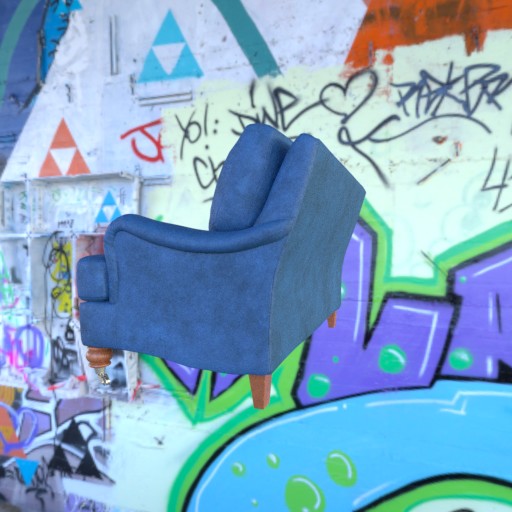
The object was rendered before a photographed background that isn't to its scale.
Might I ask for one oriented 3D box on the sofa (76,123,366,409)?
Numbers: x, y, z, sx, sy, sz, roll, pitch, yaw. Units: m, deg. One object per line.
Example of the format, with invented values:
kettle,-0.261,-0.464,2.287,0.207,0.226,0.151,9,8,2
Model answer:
sofa,0.000,0.000,2.580,1.084,1.101,1.853,1,2,19
